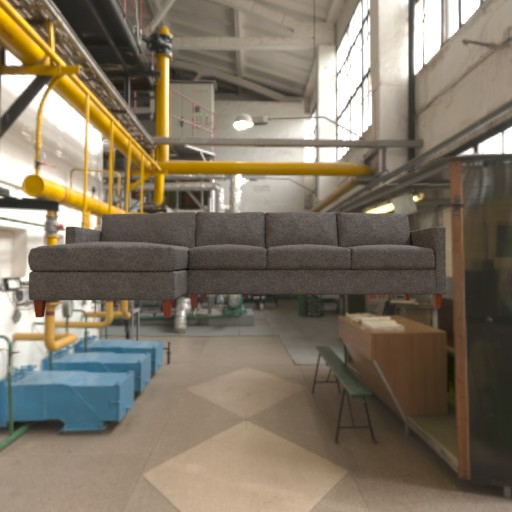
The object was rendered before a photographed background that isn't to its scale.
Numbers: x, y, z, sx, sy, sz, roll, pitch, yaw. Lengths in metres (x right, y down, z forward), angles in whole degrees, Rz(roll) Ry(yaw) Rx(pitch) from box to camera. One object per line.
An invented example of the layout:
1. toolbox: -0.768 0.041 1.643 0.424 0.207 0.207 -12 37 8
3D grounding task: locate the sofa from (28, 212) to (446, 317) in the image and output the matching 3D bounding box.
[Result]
1. sofa: 0.000 0.000 4.140 3.471 0.954 1.606 0 -1 0
